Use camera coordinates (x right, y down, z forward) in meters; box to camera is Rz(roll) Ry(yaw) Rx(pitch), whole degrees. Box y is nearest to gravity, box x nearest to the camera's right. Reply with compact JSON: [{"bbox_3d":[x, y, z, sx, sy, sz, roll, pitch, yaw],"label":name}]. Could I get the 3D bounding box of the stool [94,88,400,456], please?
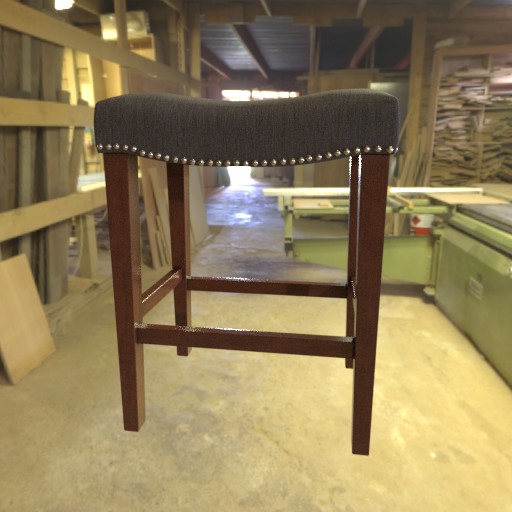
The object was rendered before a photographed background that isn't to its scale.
[{"bbox_3d":[0.000,0.000,0.945,0.504,0.654,0.372,2,15,9],"label":"stool"}]
